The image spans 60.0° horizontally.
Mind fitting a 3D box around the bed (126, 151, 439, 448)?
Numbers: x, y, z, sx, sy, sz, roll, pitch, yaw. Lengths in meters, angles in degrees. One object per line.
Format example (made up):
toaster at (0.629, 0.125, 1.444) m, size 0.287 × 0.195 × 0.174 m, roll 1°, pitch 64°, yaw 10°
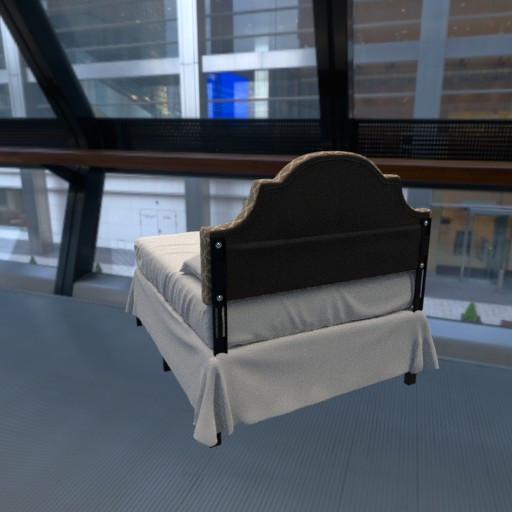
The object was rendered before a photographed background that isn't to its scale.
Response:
bed at (0.000, 0.000, 3.490) m, size 1.780 × 1.633 × 2.222 m, roll -7°, pitch 16°, yaw -26°
